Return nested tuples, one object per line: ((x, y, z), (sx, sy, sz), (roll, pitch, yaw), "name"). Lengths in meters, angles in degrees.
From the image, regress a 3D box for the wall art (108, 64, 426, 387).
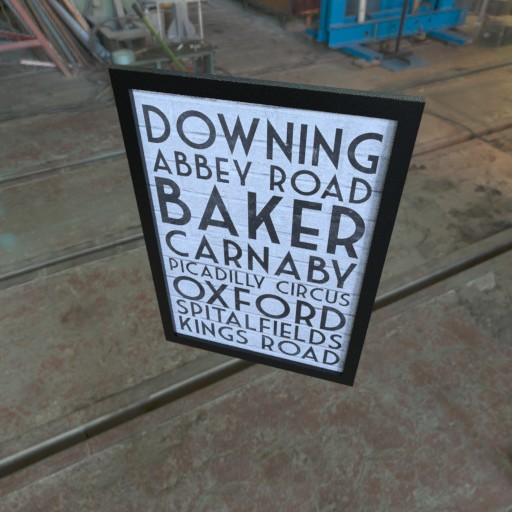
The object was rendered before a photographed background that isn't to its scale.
((0.000, 0.000, 0.843), (0.462, 0.656, 0.019), (11, 42, 12), "wall art")
